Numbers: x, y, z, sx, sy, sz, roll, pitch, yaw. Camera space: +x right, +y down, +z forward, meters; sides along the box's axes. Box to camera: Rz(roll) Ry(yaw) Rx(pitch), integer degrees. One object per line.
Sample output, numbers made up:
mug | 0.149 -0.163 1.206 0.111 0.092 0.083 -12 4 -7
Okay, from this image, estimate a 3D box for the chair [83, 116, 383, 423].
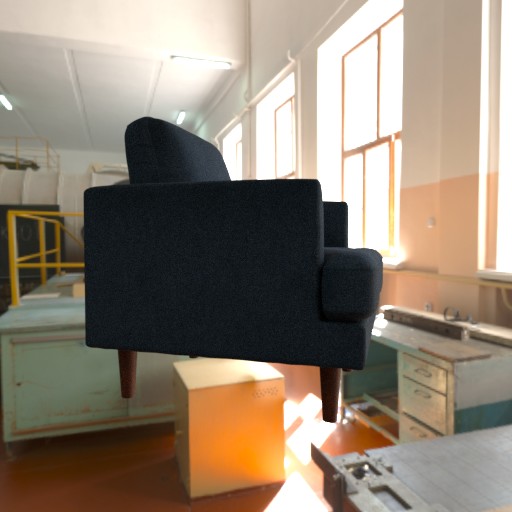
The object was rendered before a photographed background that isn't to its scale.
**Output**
chair | 0.000 0.000 1.655 0.899 0.957 0.858 1 2 17
